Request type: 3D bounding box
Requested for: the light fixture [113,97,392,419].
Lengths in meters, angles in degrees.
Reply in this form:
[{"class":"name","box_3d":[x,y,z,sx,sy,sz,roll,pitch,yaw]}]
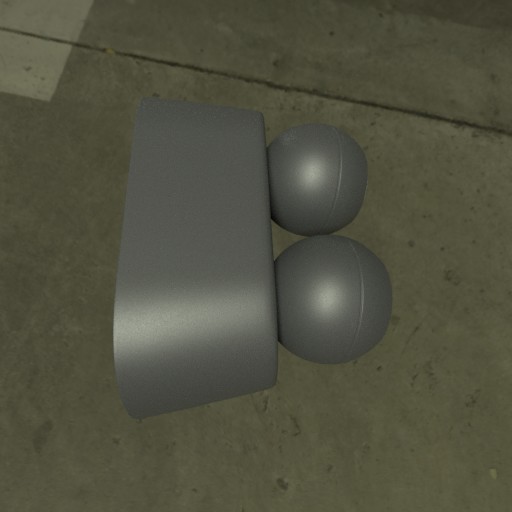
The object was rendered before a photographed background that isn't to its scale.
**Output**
[{"class":"light fixture","box_3d":[0.000,0.000,0.330,0.159,0.159,0.229,-2,63,-1]}]
